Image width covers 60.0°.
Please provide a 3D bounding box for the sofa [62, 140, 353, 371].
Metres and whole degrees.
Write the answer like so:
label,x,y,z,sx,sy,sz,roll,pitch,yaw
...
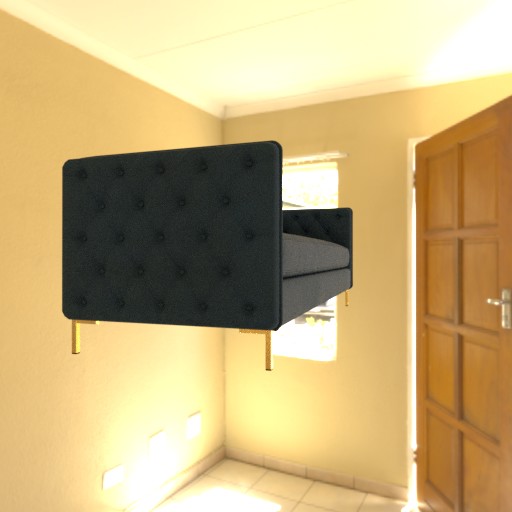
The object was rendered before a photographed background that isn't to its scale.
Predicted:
label,x,y,z,sx,sy,sz,roll,pitch,yaw
sofa,0.000,0.000,2.599,0.895,0.771,2.209,0,0,19
